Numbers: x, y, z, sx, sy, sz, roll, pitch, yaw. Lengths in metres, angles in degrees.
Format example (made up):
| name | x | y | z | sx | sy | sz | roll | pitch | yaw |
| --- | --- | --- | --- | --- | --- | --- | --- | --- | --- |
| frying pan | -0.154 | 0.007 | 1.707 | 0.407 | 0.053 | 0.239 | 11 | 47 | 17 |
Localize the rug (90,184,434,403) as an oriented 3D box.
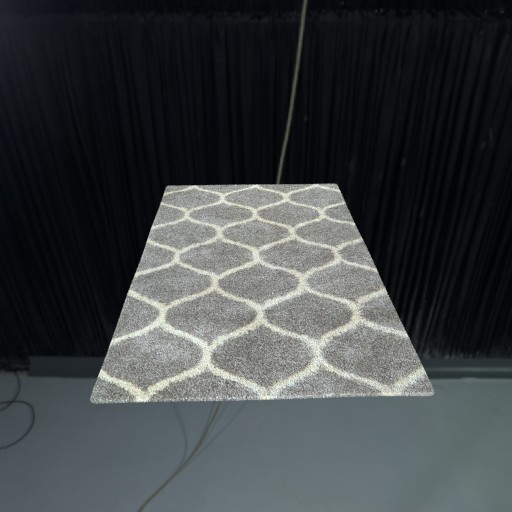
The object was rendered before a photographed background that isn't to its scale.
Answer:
| name | x | y | z | sx | sy | sz | roll | pitch | yaw |
| --- | --- | --- | --- | --- | --- | --- | --- | --- | --- |
| rug | 0.000 | 0.000 | 2.912 | 1.501 | 0.025 | 2.348 | -1 | 32 | -1 |
